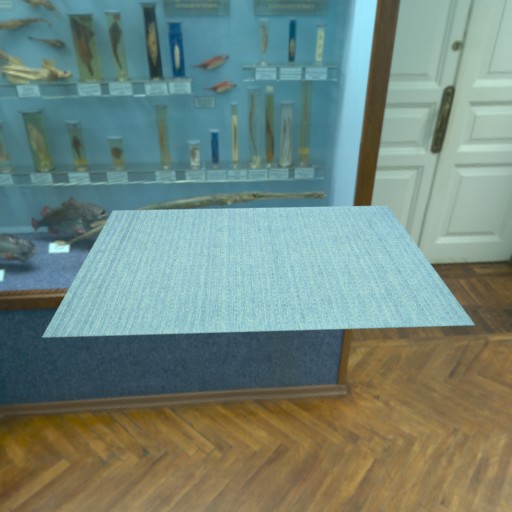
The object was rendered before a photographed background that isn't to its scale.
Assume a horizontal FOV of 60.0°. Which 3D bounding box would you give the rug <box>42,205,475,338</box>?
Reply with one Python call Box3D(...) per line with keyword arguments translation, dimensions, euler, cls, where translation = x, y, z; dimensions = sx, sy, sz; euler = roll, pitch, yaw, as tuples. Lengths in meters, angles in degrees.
Box3D(translation=(0.000, 0.000, 3.814), dimensions=(2.895, 0.006, 1.982), euler=(-1, 31, -2), cls="rug")
